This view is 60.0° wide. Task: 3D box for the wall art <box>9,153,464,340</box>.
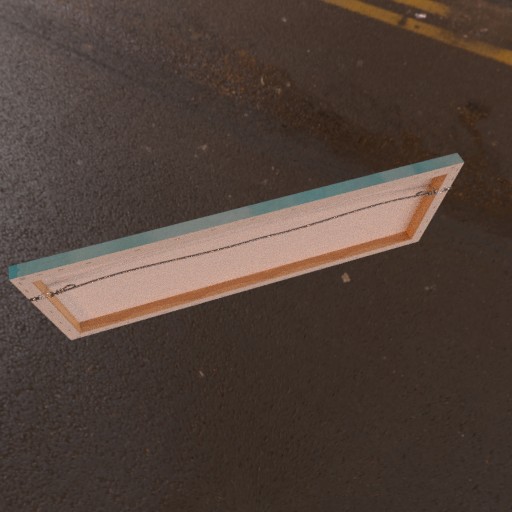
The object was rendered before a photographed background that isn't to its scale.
[{"bbox_3d":[0.000,0.000,0.815,0.759,0.254,0.044,-15,60,-9],"label":"wall art"}]
